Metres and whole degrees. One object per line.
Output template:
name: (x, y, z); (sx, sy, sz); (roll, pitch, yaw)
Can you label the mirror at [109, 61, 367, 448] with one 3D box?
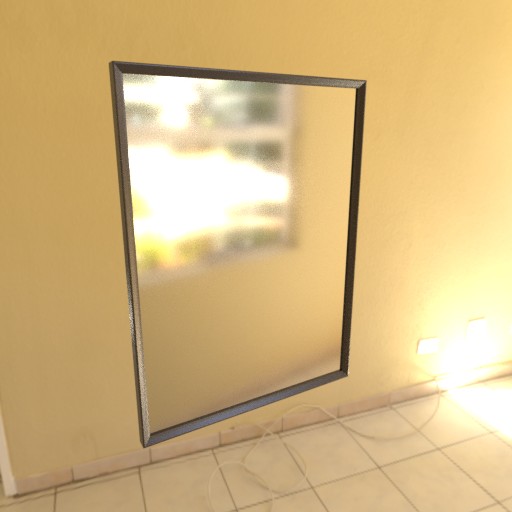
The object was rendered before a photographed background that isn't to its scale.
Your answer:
mirror: (0.000, 0.000, 1.321); (0.762, 1.016, 0.041); (-9, 18, -29)
